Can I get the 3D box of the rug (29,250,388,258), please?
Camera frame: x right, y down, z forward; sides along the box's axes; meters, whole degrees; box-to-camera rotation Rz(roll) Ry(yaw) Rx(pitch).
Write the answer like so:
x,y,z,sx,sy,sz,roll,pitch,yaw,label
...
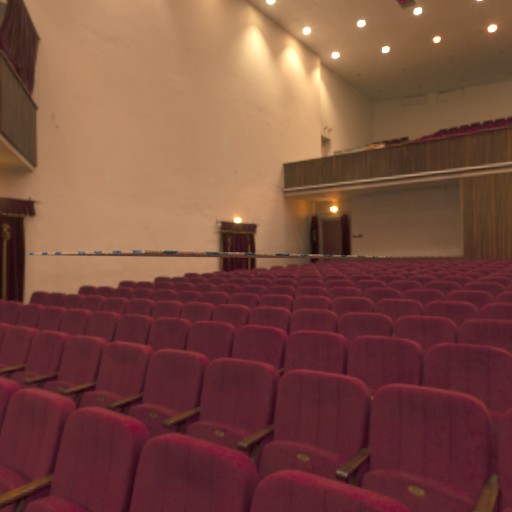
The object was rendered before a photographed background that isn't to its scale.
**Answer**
x,y,z,sx,sy,sz,roll,pitch,yaw,label
0.000,0.000,1.706,0.503,0.007,1.492,-1,-1,36,rug
